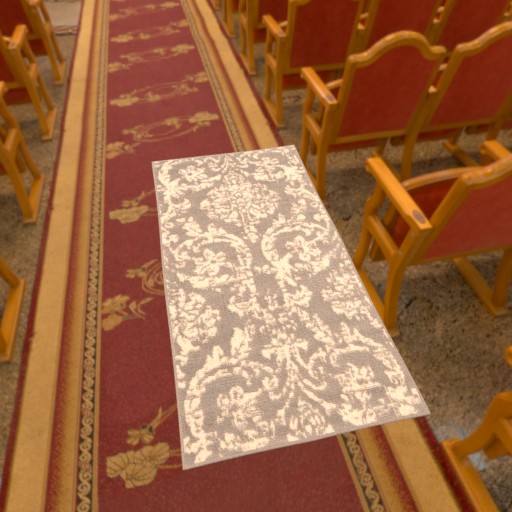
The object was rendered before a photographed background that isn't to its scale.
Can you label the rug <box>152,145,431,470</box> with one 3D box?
[{"bbox_3d":[0.000,0.000,1.443,0.604,0.007,1.219,-9,47,-9],"label":"rug"}]
